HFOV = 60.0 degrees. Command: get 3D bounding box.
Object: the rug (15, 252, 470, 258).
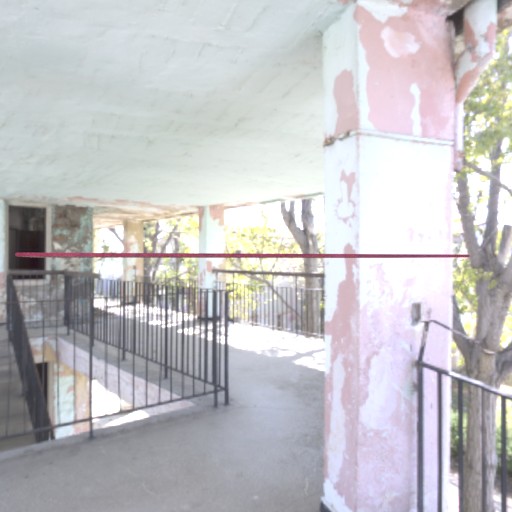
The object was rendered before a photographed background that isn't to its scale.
[{"bbox_3d":[0.000,0.000,2.663,2.439,0.018,0.813,0,0,-18],"label":"rug"}]
